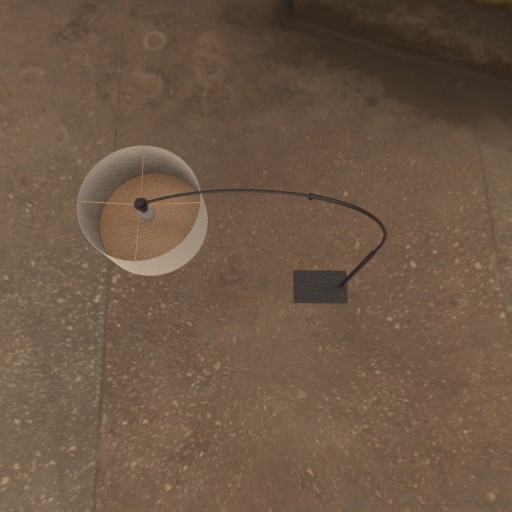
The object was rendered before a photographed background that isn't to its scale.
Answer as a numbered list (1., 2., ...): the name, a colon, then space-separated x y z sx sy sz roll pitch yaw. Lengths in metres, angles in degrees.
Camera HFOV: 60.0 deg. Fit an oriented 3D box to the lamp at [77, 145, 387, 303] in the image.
1. lamp: 0.000 0.000 2.577 1.424 1.927 0.493 0 75 0
